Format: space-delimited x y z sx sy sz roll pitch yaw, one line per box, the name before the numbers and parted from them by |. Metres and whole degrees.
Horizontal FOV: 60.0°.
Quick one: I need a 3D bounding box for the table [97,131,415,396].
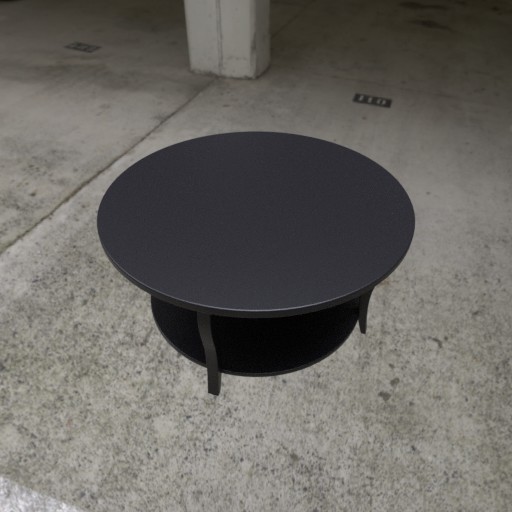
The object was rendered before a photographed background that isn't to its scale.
table | 0.000 0.000 1.465 0.914 0.457 0.914 0 40 0
